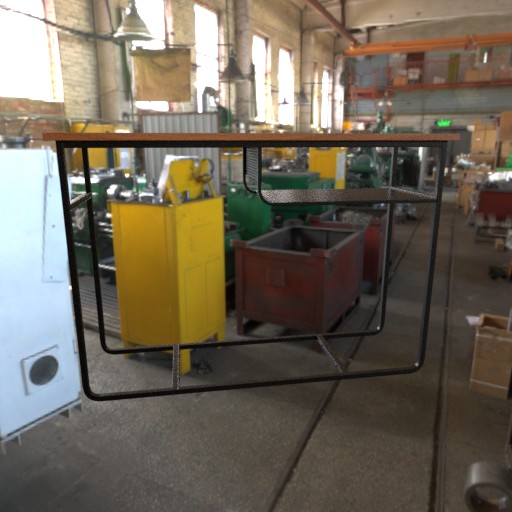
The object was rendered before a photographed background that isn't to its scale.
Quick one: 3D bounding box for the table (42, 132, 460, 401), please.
[{"bbox_3d":[0.000,0.000,1.413,1.100,0.750,0.350,-2,15,-9],"label":"table"}]
